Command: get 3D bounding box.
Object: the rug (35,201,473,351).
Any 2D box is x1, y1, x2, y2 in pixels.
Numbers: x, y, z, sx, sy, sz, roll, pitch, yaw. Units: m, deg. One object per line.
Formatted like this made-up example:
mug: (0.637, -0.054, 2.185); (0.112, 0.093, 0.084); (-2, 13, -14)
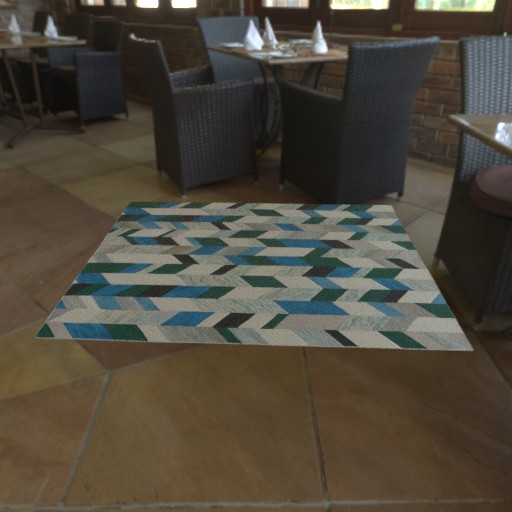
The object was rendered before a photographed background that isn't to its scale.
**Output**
rug: (0.000, 0.000, 4.094); (3.036, 0.008, 2.440); (1, 30, 2)
